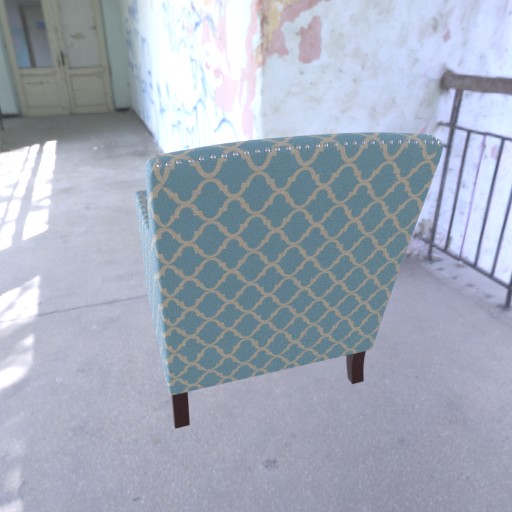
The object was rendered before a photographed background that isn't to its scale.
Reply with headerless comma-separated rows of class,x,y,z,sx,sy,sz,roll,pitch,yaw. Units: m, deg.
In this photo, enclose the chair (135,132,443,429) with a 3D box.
chair,0.000,0.000,1.304,0.617,0.817,0.686,-9,28,-16
